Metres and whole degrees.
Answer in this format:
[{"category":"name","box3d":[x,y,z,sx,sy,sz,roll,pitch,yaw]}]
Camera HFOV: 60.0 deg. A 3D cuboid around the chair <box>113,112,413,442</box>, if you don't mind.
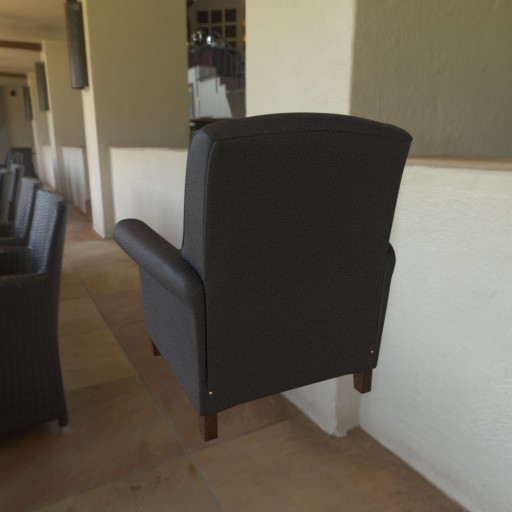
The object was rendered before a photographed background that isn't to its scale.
[{"category":"chair","box3d":[0.000,0.000,1.799,0.978,1.061,0.902,-7,16,-25]}]
